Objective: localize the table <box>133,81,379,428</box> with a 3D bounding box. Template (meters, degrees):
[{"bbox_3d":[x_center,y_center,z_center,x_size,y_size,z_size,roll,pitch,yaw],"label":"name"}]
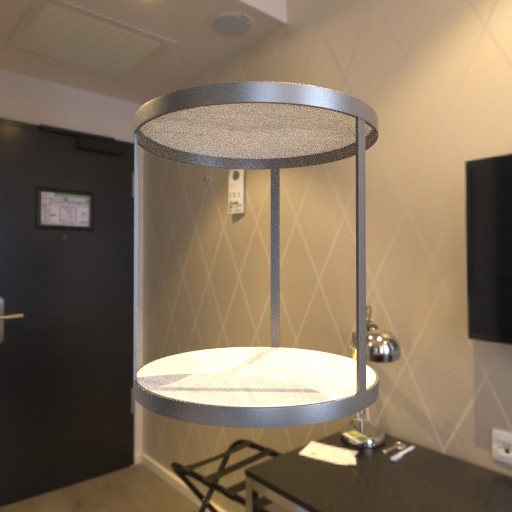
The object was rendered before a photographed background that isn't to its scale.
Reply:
[{"bbox_3d":[0.000,0.000,0.833,0.445,0.479,0.445,0,-1,0],"label":"table"}]
